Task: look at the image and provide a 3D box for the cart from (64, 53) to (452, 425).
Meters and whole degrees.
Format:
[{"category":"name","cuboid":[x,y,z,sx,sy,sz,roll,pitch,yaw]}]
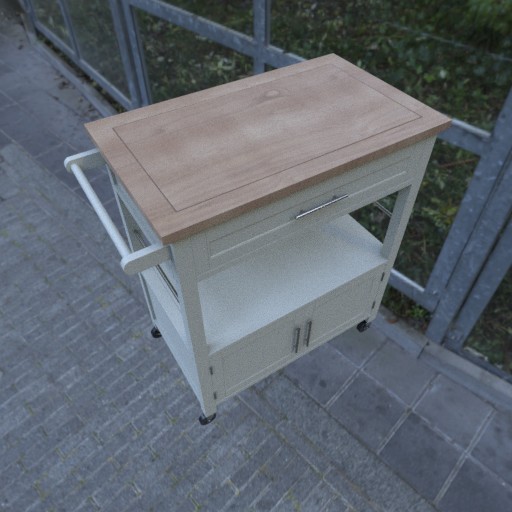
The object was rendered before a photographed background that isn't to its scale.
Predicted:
[{"category":"cart","cuboid":[0.000,0.000,1.382,0.840,0.901,0.459,-25,52,-21]}]
